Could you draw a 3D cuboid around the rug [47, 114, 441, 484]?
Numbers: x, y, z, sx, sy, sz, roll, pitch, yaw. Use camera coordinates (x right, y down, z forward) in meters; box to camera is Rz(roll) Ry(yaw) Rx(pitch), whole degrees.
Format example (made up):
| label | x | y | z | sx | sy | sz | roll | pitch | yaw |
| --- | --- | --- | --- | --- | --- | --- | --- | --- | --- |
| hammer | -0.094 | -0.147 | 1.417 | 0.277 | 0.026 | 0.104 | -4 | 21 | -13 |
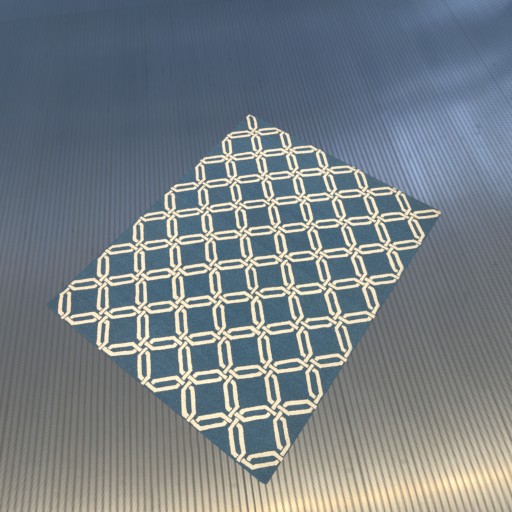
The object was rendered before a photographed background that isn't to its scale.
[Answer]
| label | x | y | z | sx | sy | sz | roll | pitch | yaw |
| --- | --- | --- | --- | --- | --- | --- | --- | --- | --- |
| rug | 0.000 | 0.000 | 3.954 | 2.277 | 0.020 | 2.867 | 32 | 64 | 18 |
